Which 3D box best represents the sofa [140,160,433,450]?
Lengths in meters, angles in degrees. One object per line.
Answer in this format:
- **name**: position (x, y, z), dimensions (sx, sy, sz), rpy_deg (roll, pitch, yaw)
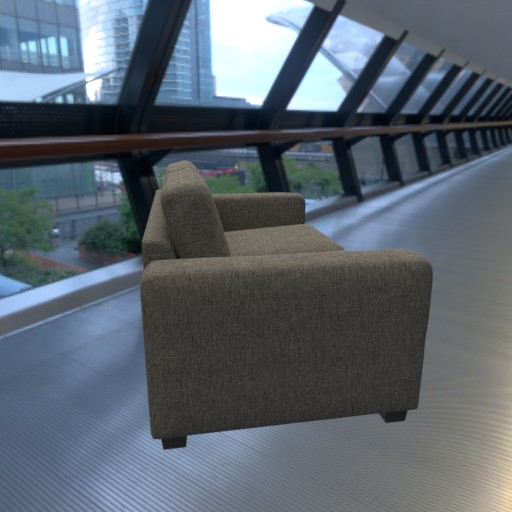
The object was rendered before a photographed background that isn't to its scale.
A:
- **sofa**: position (0.000, 0.000, 1.991), dimensions (0.900, 0.800, 1.520), rpy_deg (-3, 16, -10)
